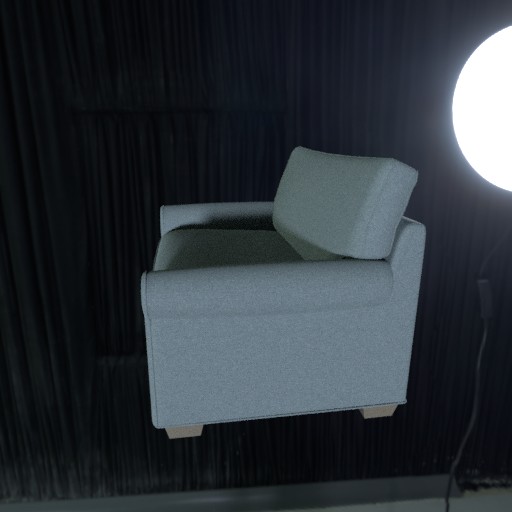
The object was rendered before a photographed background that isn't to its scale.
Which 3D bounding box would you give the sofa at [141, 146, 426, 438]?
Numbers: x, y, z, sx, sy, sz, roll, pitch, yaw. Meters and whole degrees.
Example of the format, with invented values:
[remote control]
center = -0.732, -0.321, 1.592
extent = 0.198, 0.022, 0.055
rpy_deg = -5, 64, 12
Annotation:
[sofa]
center = 0.000, 0.000, 2.062
extent = 0.940, 0.953, 1.410
rpy_deg = -3, 16, -9
